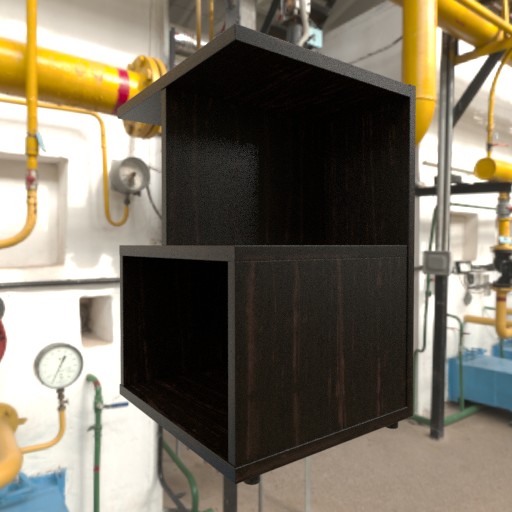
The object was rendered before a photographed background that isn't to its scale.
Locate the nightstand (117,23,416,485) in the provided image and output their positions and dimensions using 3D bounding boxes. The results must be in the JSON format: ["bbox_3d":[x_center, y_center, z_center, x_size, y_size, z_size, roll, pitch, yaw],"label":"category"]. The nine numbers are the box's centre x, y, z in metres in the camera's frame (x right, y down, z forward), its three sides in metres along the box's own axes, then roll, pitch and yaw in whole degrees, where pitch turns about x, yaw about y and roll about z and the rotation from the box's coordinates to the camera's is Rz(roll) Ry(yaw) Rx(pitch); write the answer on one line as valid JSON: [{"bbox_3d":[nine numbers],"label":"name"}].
[{"bbox_3d":[0.000,0.000,0.787,0.356,0.559,0.400,-1,2,-36],"label":"nightstand"}]
